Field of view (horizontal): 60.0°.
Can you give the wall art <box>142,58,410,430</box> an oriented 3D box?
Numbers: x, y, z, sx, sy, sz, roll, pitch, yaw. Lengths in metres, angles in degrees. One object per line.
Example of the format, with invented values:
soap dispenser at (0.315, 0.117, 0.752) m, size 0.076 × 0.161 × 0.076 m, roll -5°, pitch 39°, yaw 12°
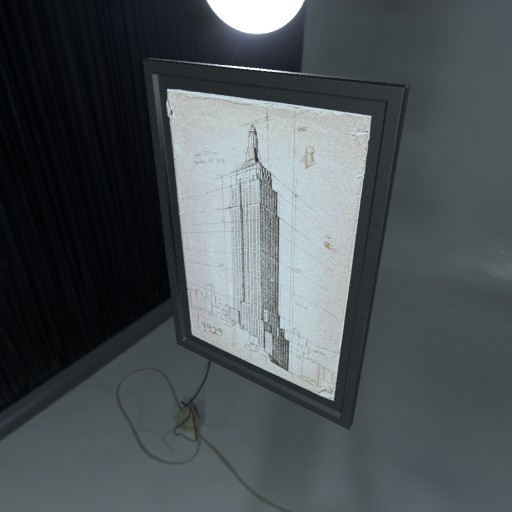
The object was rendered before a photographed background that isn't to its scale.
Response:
wall art at (0.000, 0.000, 0.551) m, size 0.303 × 0.431 × 0.013 m, roll 19°, pitch 36°, yaw 28°
